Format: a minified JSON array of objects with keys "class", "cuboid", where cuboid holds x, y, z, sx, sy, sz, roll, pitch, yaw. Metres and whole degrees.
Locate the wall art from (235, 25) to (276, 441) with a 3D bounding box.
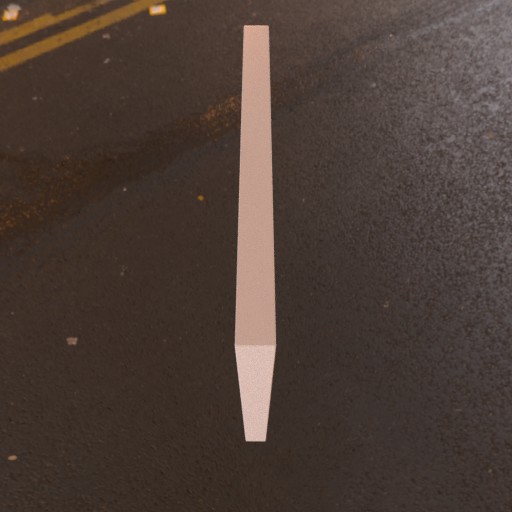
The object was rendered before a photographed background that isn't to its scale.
[{"class":"wall art","cuboid":[0.000,0.000,0.752,0.038,0.508,0.508,0,58,0]}]
